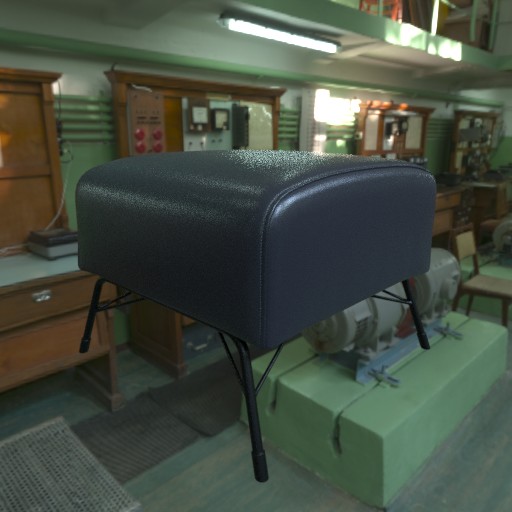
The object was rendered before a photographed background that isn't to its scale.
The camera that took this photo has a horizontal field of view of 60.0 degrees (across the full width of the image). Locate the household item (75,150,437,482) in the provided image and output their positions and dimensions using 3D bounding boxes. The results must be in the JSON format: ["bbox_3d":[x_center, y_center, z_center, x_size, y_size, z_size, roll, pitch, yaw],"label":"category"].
[{"bbox_3d":[0.000,0.000,0.882,0.530,0.410,0.530,14,21,42],"label":"household item"}]
